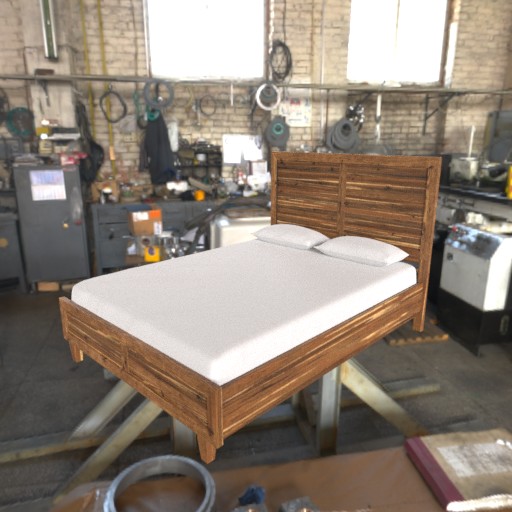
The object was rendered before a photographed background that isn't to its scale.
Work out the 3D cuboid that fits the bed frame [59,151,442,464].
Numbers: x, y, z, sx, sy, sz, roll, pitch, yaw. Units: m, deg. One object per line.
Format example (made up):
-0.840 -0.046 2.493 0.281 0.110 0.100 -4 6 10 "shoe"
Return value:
0.000 0.000 3.302 1.696 1.417 2.276 14 21 42 "bed frame"
